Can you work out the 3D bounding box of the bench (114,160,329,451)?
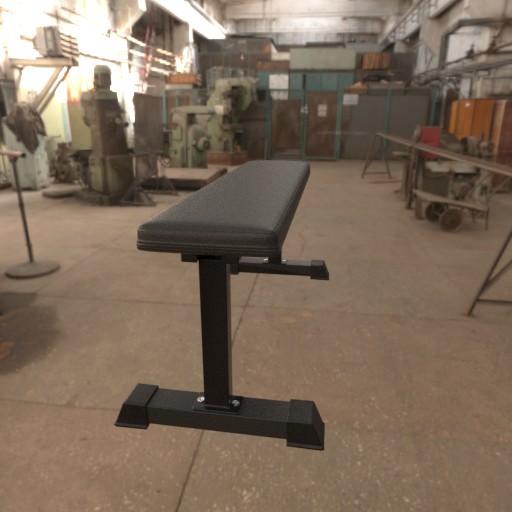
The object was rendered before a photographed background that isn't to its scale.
[{"bbox_3d":[0.000,0.000,1.305,0.439,0.453,1.072,3,18,9],"label":"bench"}]
